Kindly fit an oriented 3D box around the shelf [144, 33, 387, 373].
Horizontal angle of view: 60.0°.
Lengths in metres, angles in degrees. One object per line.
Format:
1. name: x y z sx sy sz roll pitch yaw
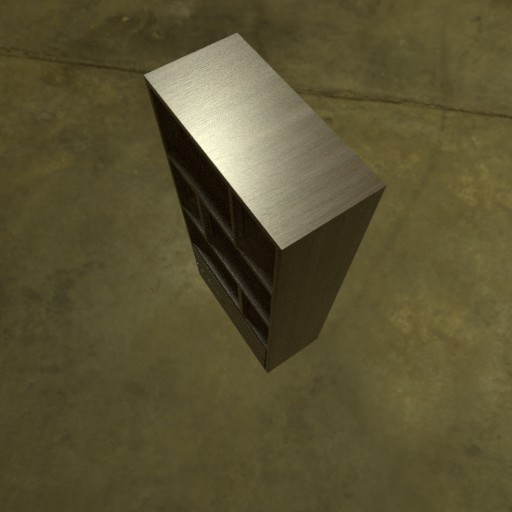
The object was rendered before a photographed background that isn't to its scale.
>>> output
1. shelf: 0.000 0.000 1.861 0.323 1.545 0.670 -31 68 -14
